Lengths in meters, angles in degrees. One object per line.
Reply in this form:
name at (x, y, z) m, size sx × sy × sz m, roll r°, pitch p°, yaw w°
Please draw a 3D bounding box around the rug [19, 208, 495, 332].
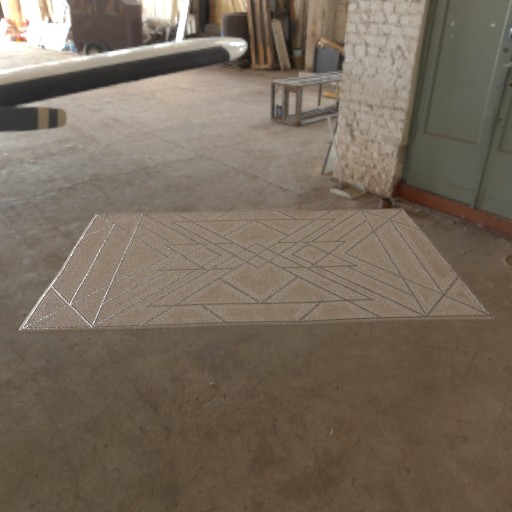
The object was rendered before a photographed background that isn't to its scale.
rug at (0.000, 0.000, 1.023) m, size 0.869 × 0.008 × 0.511 m, roll -1°, pitch 30°, yaw -2°
